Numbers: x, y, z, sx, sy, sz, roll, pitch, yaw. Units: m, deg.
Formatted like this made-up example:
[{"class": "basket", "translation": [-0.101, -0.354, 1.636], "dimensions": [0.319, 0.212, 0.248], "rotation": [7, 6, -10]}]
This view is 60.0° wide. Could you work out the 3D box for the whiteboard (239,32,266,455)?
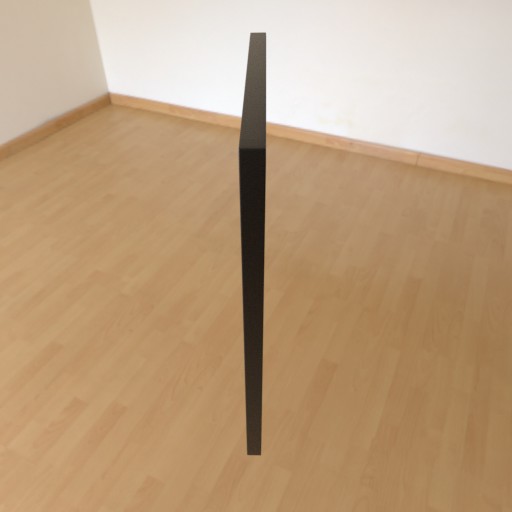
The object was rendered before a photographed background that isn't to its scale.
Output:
[{"class": "whiteboard", "translation": [0.000, 0.000, 0.764], "dimensions": [0.026, 0.611, 0.406], "rotation": [1, 41, 1]}]
